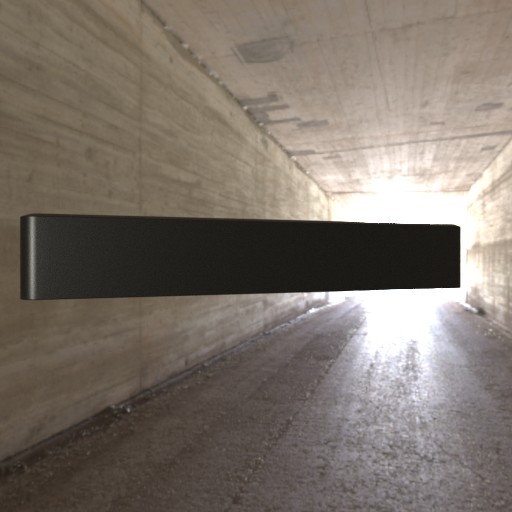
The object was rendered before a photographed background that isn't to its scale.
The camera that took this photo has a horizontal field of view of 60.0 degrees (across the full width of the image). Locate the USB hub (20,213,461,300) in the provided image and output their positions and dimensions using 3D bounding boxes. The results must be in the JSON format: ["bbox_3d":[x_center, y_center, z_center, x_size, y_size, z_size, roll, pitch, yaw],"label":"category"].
[{"bbox_3d":[0.000,0.000,0.158,0.145,0.023,0.044,0,0,-18],"label":"USB hub"}]
